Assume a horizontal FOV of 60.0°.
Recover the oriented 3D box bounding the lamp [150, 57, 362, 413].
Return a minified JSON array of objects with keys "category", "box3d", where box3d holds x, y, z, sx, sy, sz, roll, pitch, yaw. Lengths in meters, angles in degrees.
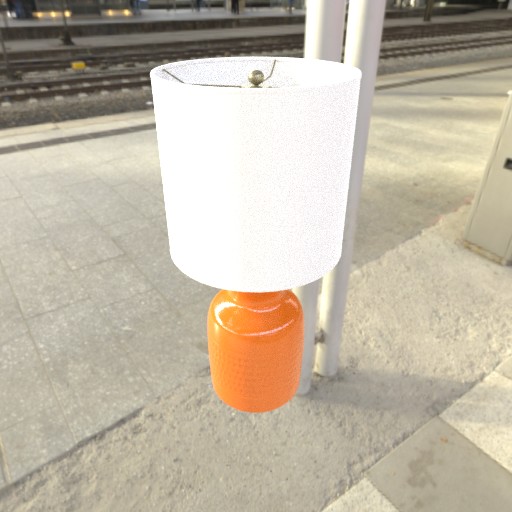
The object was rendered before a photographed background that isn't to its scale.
[{"category":"lamp","box3d":[0.000,0.000,1.114,0.418,0.871,0.418,-22,37,-32]}]
